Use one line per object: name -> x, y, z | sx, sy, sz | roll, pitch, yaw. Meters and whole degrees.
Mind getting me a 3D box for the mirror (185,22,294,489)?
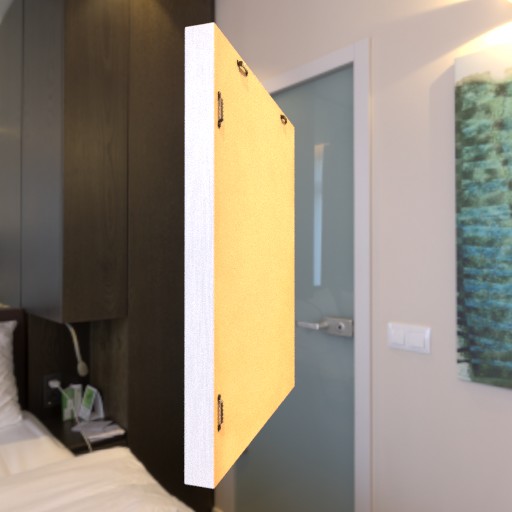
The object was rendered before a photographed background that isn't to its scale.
mirror -> 0.000, 0.000, 0.681 | 0.041, 0.509, 0.406 | 0, 0, 17
